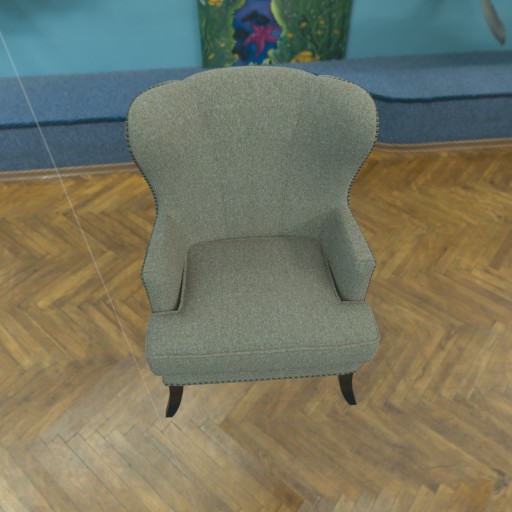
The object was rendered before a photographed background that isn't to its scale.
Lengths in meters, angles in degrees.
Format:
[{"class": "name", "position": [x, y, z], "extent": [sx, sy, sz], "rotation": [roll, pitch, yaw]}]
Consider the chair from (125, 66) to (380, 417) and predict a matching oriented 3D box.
[{"class": "chair", "position": [0.000, 0.000, 1.590], "extent": [0.759, 1.060, 0.758], "rotation": [-3, 48, -3]}]
